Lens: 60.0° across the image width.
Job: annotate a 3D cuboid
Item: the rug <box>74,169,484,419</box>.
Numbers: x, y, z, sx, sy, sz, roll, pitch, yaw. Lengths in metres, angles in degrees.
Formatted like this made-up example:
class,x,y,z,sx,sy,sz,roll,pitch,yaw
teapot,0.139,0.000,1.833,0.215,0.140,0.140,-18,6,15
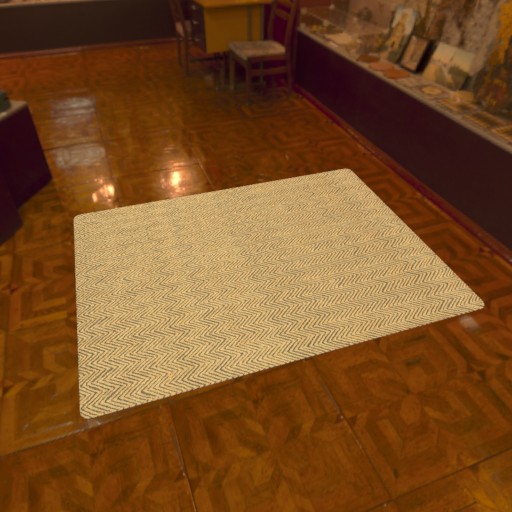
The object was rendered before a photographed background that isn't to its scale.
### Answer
class,x,y,z,sx,sy,sz,roll,pitch,yaw
rug,0.000,0.000,4.139,3.207,0.014,2.439,-12,42,-14
